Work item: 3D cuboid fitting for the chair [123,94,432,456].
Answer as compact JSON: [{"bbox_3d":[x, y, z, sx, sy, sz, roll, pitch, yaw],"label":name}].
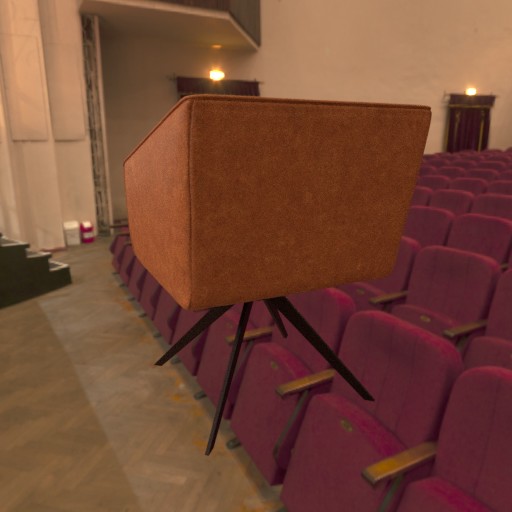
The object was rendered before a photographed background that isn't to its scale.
[{"bbox_3d":[0.000,0.000,1.214,0.588,0.760,0.625,-7,16,-26],"label":"chair"}]
